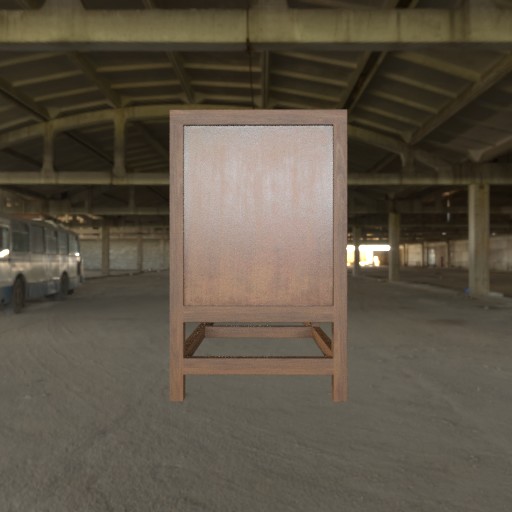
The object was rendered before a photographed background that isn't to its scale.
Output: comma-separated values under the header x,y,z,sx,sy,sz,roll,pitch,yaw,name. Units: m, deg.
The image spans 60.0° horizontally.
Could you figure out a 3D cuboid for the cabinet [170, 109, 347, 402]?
x,y,z,sx,sy,sz,roll,pitch,yaw,name
0.000,0.000,2.097,0.522,0.820,1.708,0,0,0,cabinet
